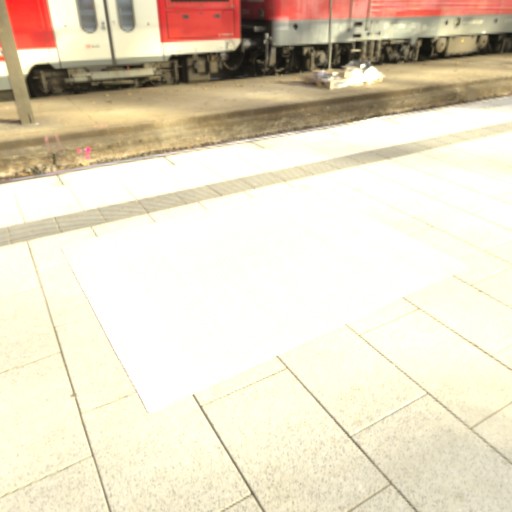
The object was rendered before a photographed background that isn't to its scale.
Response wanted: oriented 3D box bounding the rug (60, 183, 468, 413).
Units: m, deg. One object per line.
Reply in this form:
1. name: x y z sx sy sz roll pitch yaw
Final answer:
1. rug: 0.000 0.000 3.968 2.897 0.035 2.277 -18 35 -28
